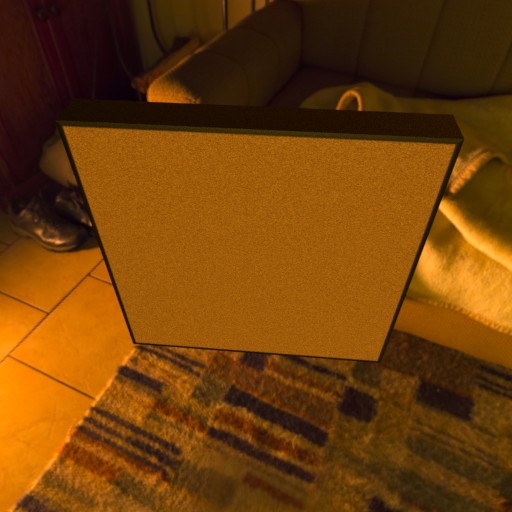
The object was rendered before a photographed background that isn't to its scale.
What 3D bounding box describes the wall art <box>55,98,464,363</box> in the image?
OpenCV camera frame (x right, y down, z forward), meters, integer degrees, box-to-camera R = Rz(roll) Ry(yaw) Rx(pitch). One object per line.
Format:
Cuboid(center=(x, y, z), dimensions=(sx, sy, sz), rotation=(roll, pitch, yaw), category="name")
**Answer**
Cuboid(center=(0.000, 0.000, 0.448), dimensions=(0.304, 0.303, 0.037), rotation=(4, 45, 4), category="wall art")
